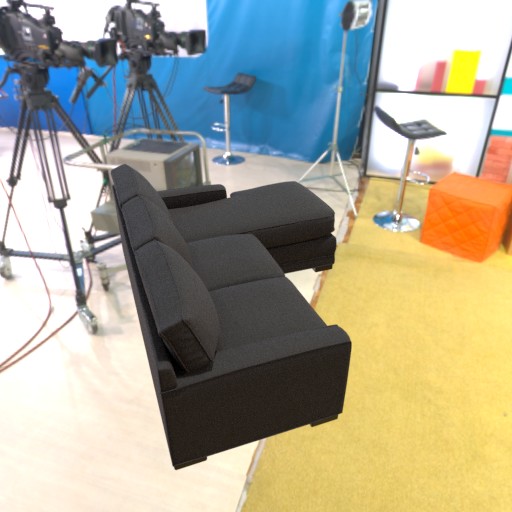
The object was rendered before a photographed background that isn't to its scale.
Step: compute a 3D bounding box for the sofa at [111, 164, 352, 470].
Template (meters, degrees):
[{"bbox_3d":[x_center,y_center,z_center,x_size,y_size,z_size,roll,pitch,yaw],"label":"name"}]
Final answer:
[{"bbox_3d":[0.000,0.000,3.266,1.790,0.973,2.370,-11,32,-17],"label":"sofa"}]
